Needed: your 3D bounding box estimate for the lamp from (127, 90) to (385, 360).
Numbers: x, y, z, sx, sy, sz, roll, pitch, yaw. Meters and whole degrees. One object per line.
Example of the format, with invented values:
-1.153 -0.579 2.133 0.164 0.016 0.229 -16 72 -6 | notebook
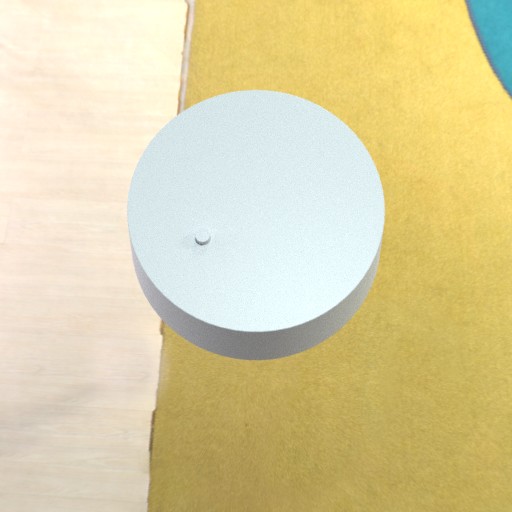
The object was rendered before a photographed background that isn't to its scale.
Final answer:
0.000 0.000 0.623 0.291 0.429 0.291 0 75 0 | lamp
